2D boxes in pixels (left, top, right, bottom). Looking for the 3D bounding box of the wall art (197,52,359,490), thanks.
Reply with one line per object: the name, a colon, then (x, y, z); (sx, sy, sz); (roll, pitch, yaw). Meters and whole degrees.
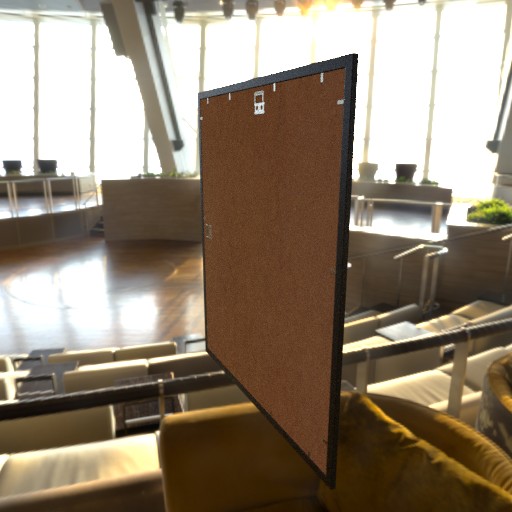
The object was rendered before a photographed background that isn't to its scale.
wall art: (0.000, 0.000, 0.883); (0.018, 0.660, 0.559); (-8, 16, -27)
